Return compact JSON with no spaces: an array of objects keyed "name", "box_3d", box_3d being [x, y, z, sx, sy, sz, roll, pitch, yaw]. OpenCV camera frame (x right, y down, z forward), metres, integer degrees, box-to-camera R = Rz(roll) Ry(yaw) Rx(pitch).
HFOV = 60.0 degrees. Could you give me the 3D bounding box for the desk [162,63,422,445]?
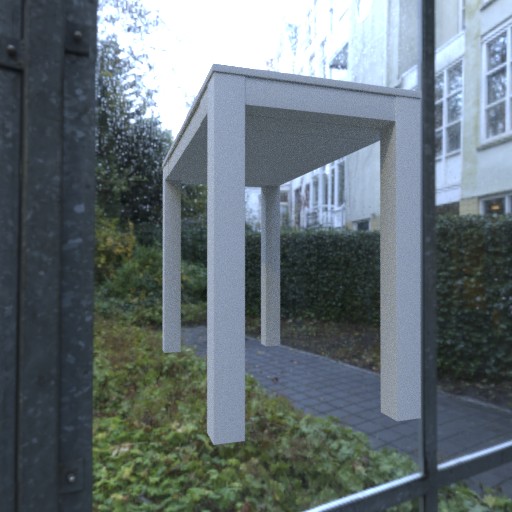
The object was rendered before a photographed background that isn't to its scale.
[{"name":"desk","box_3d":[0.000,0.000,1.428,0.497,0.762,0.990,0,-1,-18]}]
